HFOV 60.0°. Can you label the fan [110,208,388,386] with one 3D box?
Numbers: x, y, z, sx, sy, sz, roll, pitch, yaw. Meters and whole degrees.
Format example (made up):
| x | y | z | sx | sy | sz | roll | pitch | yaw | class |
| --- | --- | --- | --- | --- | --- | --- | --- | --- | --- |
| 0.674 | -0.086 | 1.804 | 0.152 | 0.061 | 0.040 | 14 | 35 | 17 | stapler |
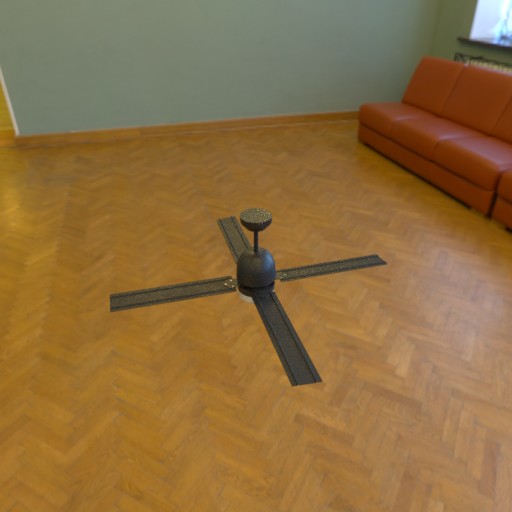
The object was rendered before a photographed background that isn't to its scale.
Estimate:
| x | y | z | sx | sy | sz | roll | pitch | yaw | class |
| --- | --- | --- | --- | --- | --- | --- | --- | --- | --- |
| 0.000 | 0.000 | 2.008 | 1.319 | 0.410 | 1.319 | -9 | 33 | -15 | fan |
